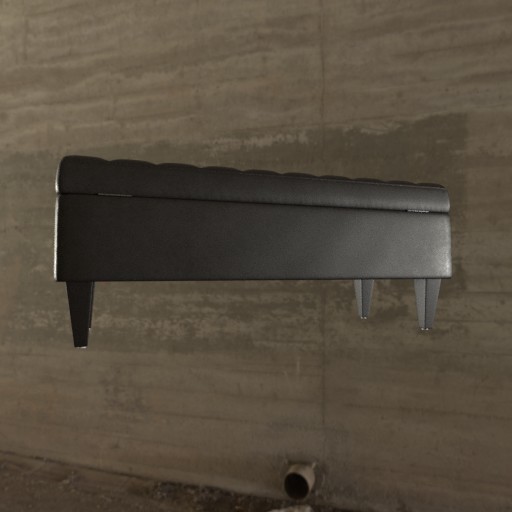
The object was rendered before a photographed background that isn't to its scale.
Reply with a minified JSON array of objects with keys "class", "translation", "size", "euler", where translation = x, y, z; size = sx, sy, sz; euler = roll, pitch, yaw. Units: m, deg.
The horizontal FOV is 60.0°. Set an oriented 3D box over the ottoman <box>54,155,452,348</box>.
[{"class":"ottoman","translation":[0.000,0.000,1.424],"size":[1.151,0.469,0.482],"euler":[1,-2,-19]}]
